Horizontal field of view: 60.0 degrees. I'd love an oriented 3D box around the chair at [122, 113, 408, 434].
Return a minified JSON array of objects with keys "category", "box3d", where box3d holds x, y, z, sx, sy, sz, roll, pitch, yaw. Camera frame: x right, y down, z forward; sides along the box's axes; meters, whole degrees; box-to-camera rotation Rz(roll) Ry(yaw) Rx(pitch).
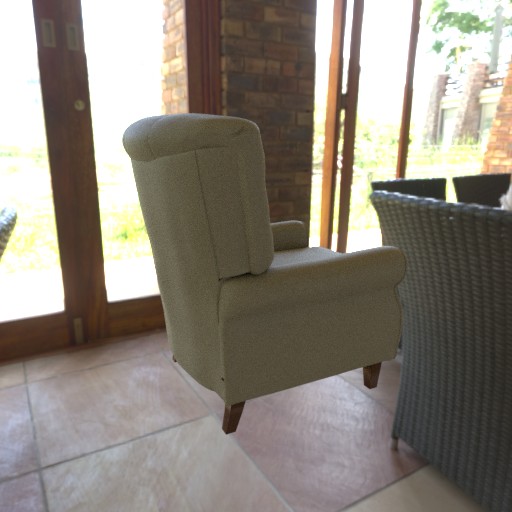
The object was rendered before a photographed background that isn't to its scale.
[{"category":"chair","box3d":[0.000,0.000,1.947,1.059,1.158,0.943,-7,16,-26]}]
